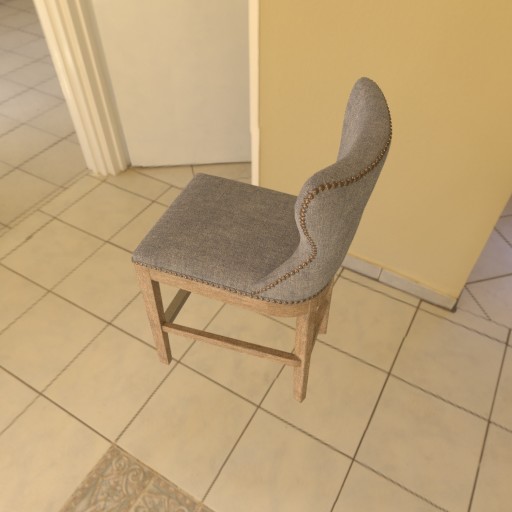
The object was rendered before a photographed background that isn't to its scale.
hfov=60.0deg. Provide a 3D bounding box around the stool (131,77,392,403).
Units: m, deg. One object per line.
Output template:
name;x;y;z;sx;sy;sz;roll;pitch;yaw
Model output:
stool;0.000;0.000;1.340;0.608;0.981;0.498;15;48;14
